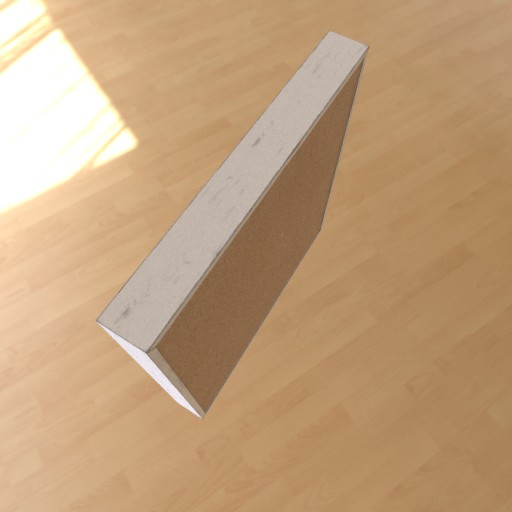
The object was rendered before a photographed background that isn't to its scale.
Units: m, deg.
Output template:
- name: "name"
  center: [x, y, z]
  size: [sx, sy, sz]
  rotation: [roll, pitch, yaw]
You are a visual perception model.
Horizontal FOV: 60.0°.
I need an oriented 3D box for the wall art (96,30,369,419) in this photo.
- name: "wall art"
  center: [0.000, 0.000, 0.454]
  size: [0.038, 0.305, 0.305]
  rotation: [28, 67, 14]
